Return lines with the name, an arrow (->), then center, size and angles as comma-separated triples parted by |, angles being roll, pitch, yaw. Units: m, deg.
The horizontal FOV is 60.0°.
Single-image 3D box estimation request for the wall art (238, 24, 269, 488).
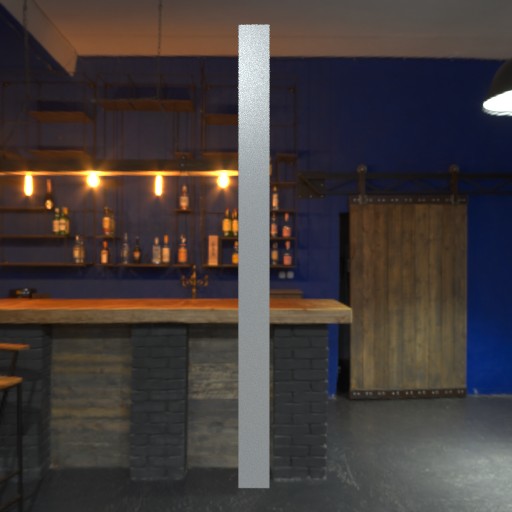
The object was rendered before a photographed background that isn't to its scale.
wall art -> 0.000, 0.000, 0.756 | 0.037, 0.554, 0.453 | 0, 0, 1
